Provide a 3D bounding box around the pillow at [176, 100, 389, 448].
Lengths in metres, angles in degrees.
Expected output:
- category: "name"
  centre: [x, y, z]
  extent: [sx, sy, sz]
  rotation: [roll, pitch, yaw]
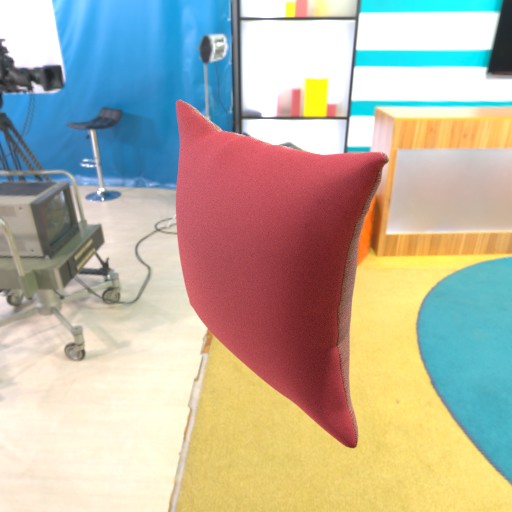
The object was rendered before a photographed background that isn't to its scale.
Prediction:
- category: "pillow"
  centre: [0.000, 0.000, 0.831]
  extent: [0.229, 0.501, 0.559]
  rotation: [-19, 32, -32]
